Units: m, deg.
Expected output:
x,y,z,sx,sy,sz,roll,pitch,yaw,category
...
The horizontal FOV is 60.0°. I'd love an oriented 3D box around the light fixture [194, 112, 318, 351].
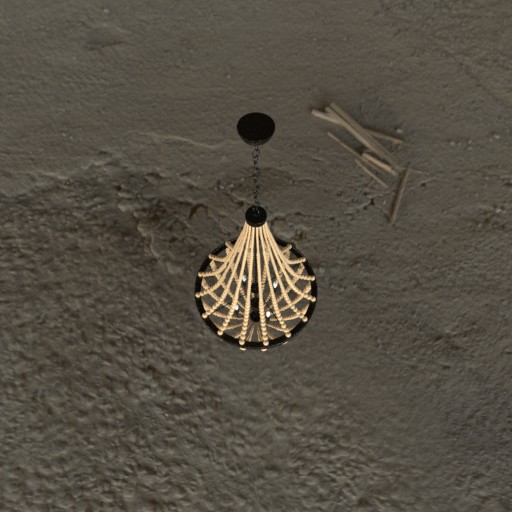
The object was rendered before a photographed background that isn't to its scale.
x,y,z,sx,sy,sz,roll,pitch,yaw,category
0.000,0.000,1.398,0.450,1.133,0.450,0,62,0,light fixture
